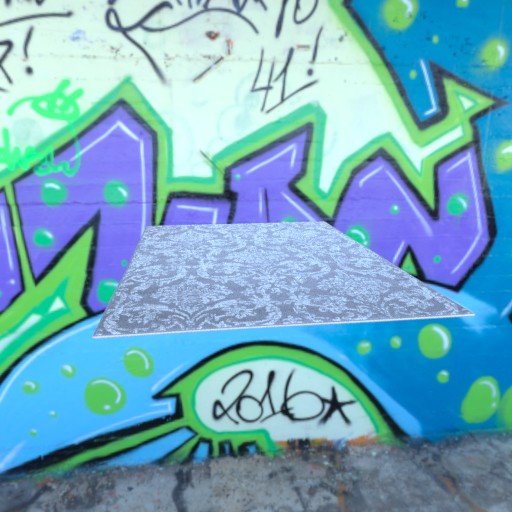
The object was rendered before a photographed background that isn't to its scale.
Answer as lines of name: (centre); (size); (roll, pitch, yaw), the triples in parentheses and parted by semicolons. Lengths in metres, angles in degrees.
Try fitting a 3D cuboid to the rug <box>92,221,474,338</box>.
rug: (0.000, 0.000, 2.846); (1.578, 0.014, 2.206); (-2, 15, -8)
